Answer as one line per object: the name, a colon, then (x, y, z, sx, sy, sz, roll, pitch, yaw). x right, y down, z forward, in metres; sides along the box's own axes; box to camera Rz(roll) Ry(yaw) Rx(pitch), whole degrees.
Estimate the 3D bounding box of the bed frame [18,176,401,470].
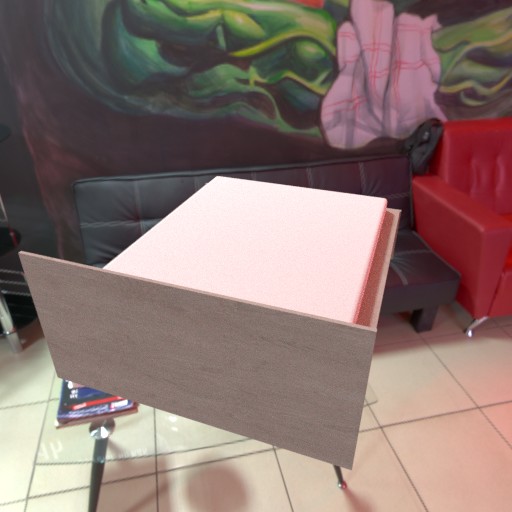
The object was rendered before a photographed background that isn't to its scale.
bed frame: (0.000, 0.000, 2.802, 1.622, 0.800, 1.960, 11, 32, 17)
